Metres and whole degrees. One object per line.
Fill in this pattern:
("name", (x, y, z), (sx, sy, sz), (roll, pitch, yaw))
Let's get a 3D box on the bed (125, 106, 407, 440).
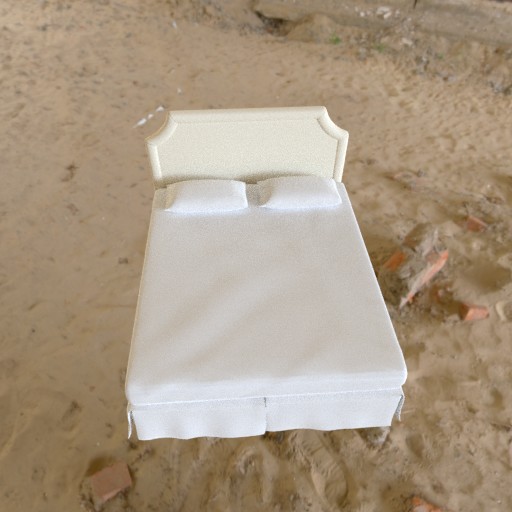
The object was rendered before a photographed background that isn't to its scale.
("bed", (0.000, 0.000, 4.188), (2.350, 1.590, 2.773), (-3, 45, -3))
